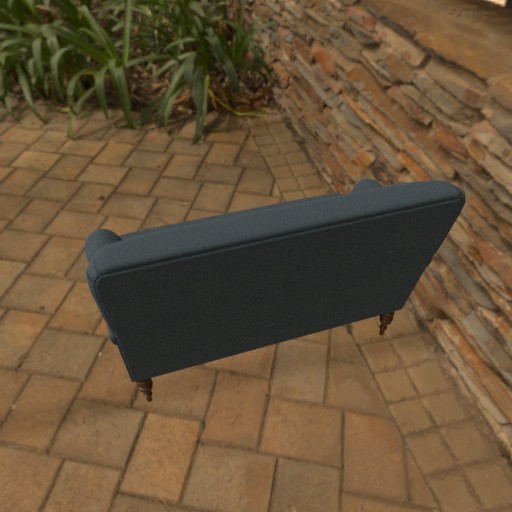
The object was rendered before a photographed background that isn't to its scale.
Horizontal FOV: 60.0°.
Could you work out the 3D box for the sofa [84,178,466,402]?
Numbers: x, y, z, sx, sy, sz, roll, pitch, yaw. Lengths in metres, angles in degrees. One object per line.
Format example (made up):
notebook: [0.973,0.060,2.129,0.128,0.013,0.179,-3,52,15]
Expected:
sofa: [0.000,0.000,1.824,1.297,0.889,0.779,-13,43,-14]
